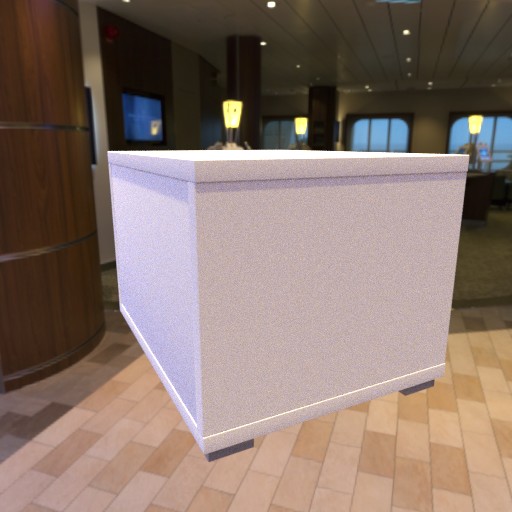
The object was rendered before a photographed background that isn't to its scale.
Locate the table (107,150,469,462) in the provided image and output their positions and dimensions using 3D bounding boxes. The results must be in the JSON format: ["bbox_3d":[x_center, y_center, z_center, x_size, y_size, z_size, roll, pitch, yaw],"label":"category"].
[{"bbox_3d":[0.000,0.000,0.789,0.399,0.357,0.517,-7,16,-26],"label":"table"}]
